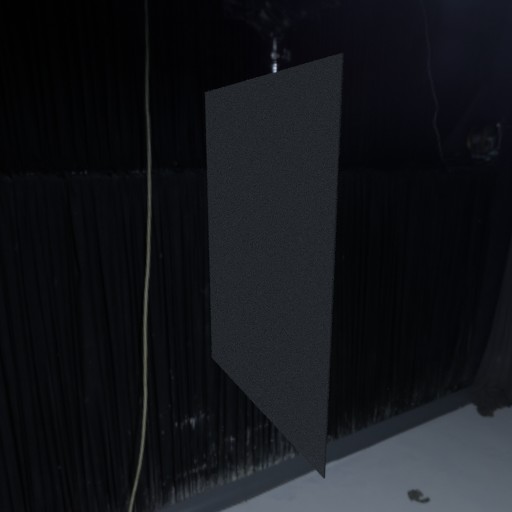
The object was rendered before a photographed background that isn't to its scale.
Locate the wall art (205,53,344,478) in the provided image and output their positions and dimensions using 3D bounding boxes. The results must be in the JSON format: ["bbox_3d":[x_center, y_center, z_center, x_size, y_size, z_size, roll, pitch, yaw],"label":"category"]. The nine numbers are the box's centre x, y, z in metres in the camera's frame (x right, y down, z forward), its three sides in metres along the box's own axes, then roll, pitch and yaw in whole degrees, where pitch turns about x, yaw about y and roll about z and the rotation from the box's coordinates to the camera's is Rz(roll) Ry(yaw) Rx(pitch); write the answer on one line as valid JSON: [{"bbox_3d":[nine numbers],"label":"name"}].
[{"bbox_3d":[0.000,0.000,0.810,0.003,0.609,0.457,-7,16,-27],"label":"wall art"}]
